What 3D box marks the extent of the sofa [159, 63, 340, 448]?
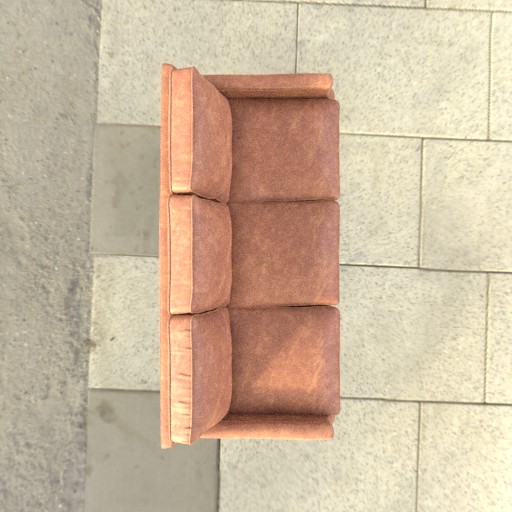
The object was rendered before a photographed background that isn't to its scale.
[{"bbox_3d":[0.000,0.000,2.827,1.084,1.003,2.246,0,89,0],"label":"sofa"}]
